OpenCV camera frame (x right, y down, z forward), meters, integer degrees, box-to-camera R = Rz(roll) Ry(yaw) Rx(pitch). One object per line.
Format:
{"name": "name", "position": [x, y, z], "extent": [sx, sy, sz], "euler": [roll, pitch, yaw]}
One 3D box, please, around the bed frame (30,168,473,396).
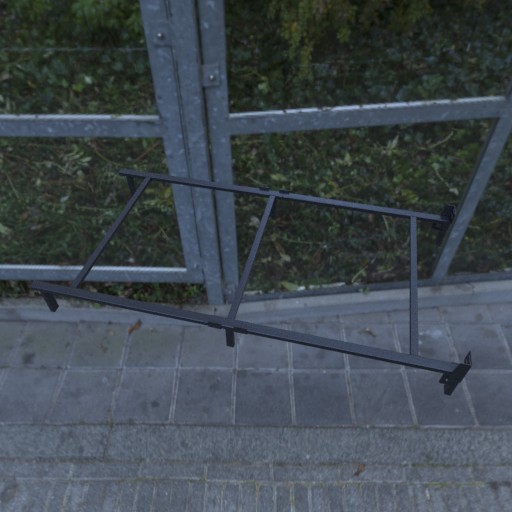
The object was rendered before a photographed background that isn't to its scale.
{"name": "bed frame", "position": [0.000, 0.000, 2.225], "extent": [1.897, 0.248, 0.968], "euler": [10, 47, 9]}
